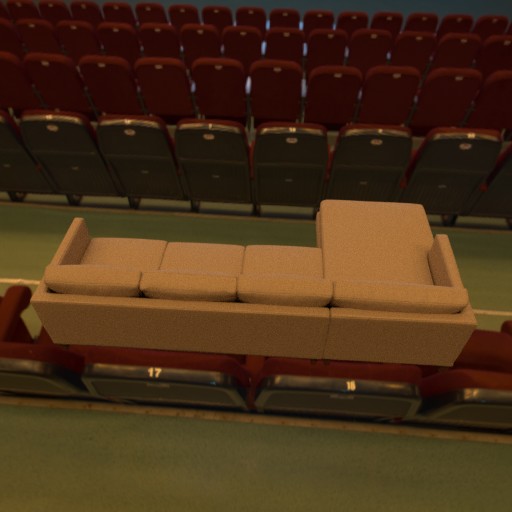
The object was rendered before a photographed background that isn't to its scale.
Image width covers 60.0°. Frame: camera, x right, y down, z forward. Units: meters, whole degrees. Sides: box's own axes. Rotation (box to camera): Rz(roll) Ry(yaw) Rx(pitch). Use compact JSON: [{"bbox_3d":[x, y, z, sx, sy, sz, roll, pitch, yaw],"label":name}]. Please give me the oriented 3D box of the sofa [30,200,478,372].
[{"bbox_3d":[0.000,0.000,3.854,3.186,0.846,1.625,3,46,3],"label":"sofa"}]
